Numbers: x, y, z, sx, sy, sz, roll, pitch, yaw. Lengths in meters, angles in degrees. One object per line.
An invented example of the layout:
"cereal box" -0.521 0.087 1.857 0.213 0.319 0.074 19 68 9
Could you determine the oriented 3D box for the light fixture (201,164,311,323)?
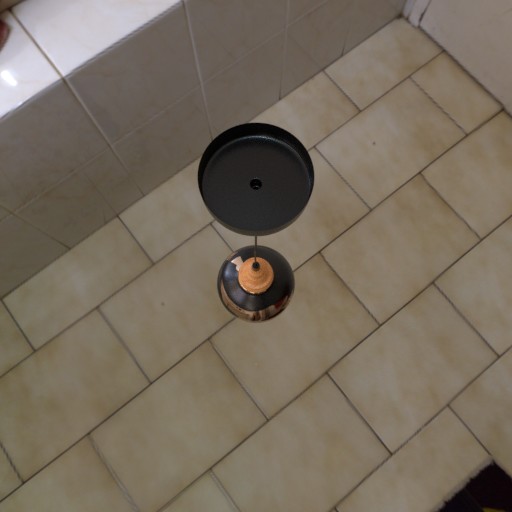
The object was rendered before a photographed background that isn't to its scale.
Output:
"light fixture" 0.000 0.000 1.823 0.430 1.606 0.430 -35 79 -8
